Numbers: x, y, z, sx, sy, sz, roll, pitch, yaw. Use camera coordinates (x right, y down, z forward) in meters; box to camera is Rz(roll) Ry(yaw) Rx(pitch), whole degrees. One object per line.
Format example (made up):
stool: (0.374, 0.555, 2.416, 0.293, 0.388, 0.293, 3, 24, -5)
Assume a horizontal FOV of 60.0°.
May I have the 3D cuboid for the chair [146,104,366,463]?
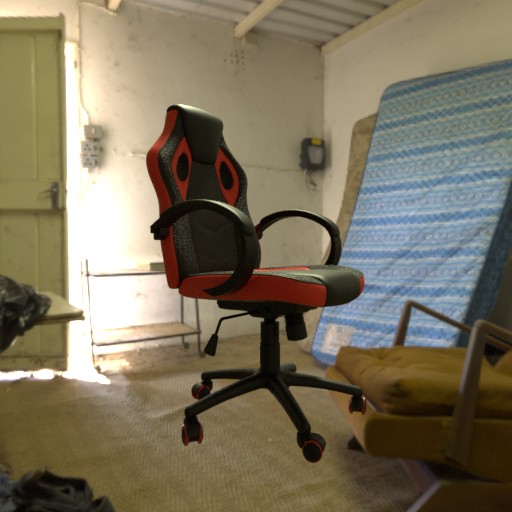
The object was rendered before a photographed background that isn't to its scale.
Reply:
chair: (0.000, 0.000, 1.397, 0.642, 1.016, 0.600, 2, 3, 37)
